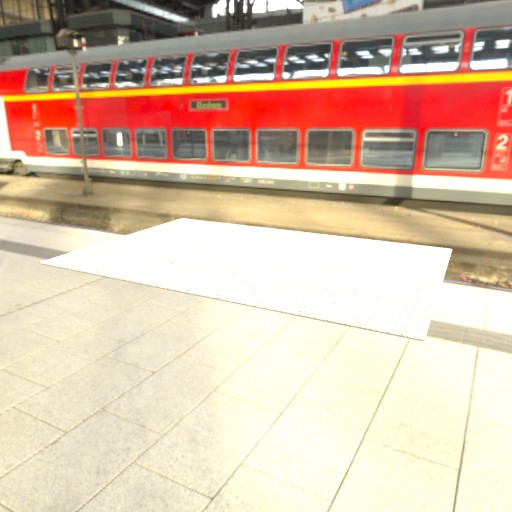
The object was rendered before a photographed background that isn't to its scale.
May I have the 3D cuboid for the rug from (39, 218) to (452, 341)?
[{"bbox_3d":[0.000,0.000,2.281,1.783,0.008,1.175,8,19,26],"label":"rug"}]
